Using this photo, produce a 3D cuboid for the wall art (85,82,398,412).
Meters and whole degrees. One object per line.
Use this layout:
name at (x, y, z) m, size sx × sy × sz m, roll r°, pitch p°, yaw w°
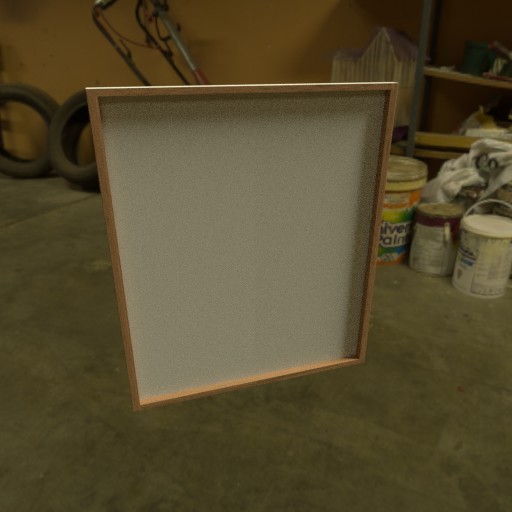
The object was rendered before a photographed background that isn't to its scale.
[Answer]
wall art at (0.000, 0.000, 0.985) m, size 0.609 × 0.710 × 0.021 m, roll -7°, pitch 25°, yaw -16°
